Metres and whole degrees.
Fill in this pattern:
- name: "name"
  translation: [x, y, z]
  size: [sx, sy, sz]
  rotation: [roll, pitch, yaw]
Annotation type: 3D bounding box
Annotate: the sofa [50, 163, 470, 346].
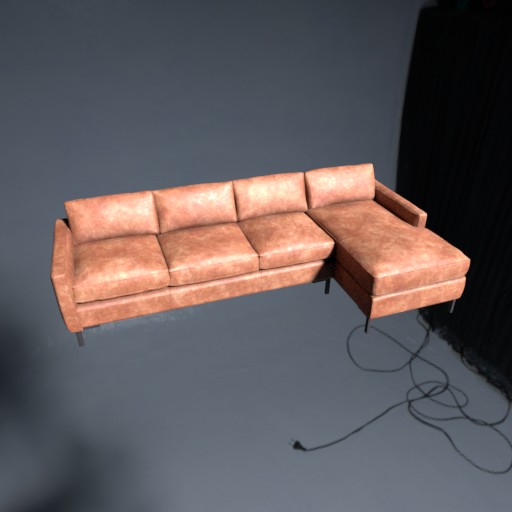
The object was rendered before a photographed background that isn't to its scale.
- name: "sofa"
  translation: [0.000, 0.000, 3.556]
  size: [2.993, 0.859, 1.471]
  rotation: [-10, 32, -16]
